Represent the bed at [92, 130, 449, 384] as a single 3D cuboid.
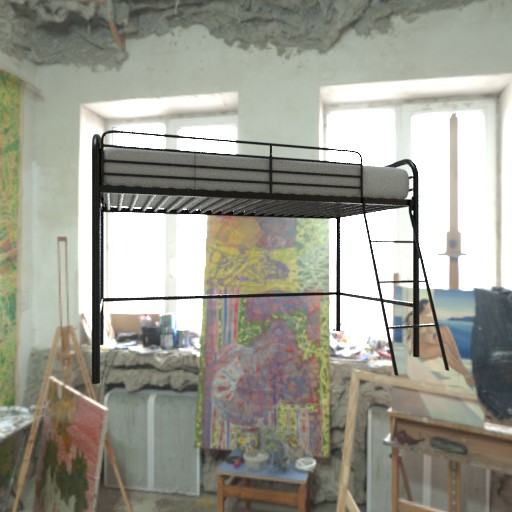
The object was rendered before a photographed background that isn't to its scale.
[{"bbox_3d":[0.000,0.000,2.868,1.968,1.289,1.393,0,0,-18],"label":"bed"}]
